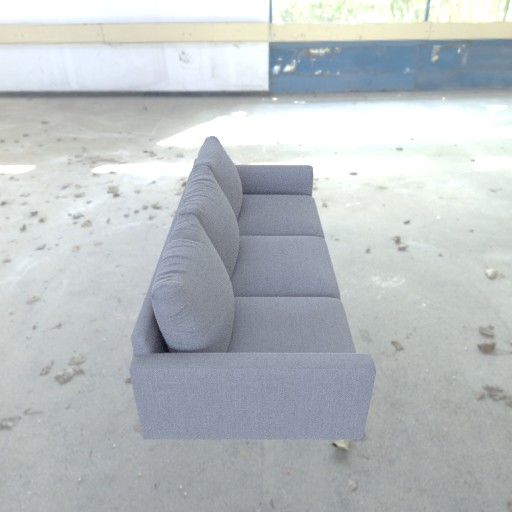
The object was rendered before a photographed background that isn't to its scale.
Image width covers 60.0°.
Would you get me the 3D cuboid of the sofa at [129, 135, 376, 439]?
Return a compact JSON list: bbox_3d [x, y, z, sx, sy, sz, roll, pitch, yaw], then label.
[{"bbox_3d":[0.000,0.000,2.402,0.850,0.830,2.000,0,31,0],"label":"sofa"}]
